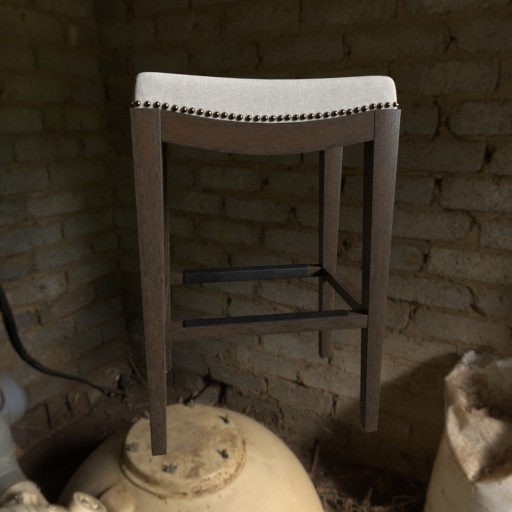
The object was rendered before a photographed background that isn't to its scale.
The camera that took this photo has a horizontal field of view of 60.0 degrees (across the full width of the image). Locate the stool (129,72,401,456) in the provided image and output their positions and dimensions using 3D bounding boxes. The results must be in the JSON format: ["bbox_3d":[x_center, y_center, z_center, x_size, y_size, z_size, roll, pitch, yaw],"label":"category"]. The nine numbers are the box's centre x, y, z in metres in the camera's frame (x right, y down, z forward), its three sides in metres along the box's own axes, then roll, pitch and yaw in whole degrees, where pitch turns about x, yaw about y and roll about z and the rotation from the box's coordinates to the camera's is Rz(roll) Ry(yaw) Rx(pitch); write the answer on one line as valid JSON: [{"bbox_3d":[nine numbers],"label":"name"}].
[{"bbox_3d":[0.000,0.000,1.026,0.498,0.759,0.358,-3,17,-9],"label":"stool"}]
